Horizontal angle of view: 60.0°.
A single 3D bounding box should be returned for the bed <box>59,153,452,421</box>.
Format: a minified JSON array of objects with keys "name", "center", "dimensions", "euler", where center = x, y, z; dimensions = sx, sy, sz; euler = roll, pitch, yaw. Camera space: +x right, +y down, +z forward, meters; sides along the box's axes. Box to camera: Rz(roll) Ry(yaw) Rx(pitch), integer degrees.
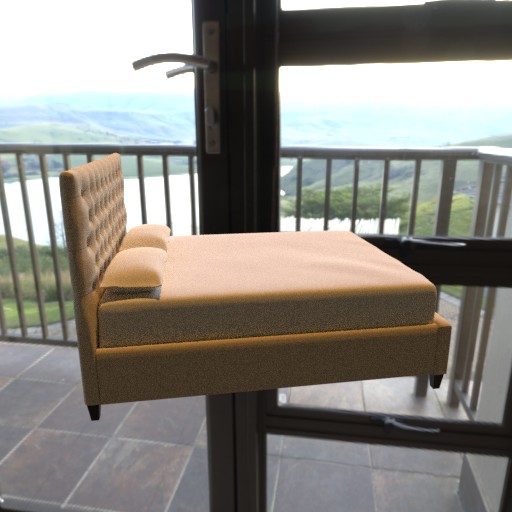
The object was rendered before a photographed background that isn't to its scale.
[{"name":"bed","center":[0.000,0.000,3.299],"dimensions":[2.233,1.426,1.696],"euler":[-2,16,-8]}]
